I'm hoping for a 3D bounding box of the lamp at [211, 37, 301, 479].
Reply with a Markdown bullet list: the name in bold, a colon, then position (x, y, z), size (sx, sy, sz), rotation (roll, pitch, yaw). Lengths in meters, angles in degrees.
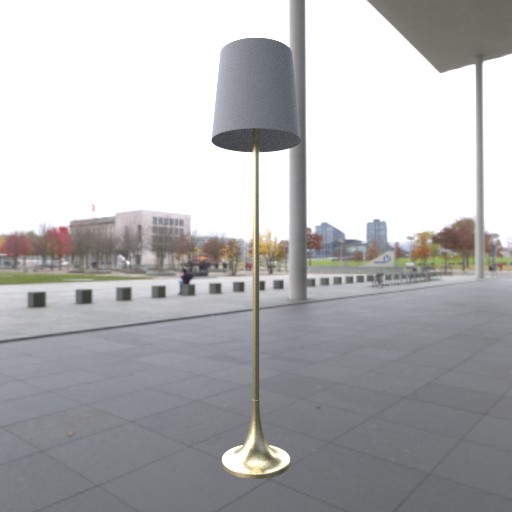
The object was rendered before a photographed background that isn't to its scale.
- **lamp**: position (0.000, 0.000, 1.671), size (0.337, 1.543, 0.337), rotation (0, -1, 0)
